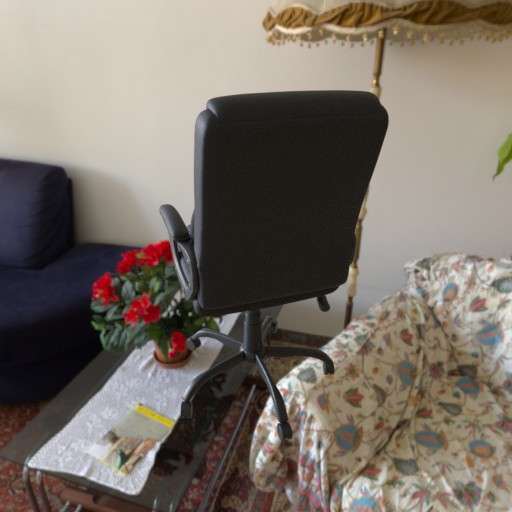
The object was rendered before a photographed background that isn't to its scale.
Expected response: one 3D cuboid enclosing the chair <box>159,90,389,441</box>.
[{"bbox_3d":[0.000,0.000,1.465,0.615,1.072,0.655,-9,27,-17],"label":"chair"}]
